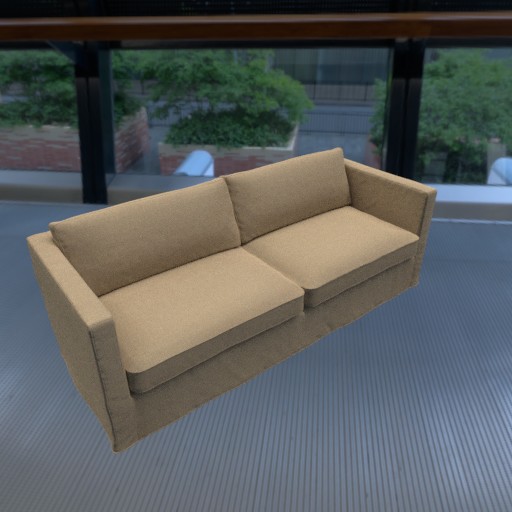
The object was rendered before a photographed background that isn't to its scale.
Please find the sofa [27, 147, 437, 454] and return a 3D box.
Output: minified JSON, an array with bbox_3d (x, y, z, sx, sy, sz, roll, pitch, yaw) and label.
[{"bbox_3d":[0.000,0.000,2.702,2.312,0.853,0.962,-21,36,-32],"label":"sofa"}]
